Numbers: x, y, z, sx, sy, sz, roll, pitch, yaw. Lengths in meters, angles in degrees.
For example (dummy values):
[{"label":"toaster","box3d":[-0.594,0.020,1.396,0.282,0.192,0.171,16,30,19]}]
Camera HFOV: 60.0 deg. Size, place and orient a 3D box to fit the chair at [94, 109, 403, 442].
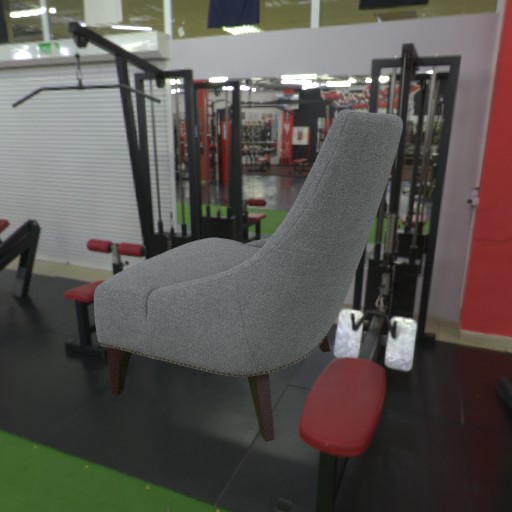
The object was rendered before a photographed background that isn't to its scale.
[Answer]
[{"label":"chair","box3d":[0.000,0.000,1.492,0.861,0.909,0.701,7,18,24]}]
